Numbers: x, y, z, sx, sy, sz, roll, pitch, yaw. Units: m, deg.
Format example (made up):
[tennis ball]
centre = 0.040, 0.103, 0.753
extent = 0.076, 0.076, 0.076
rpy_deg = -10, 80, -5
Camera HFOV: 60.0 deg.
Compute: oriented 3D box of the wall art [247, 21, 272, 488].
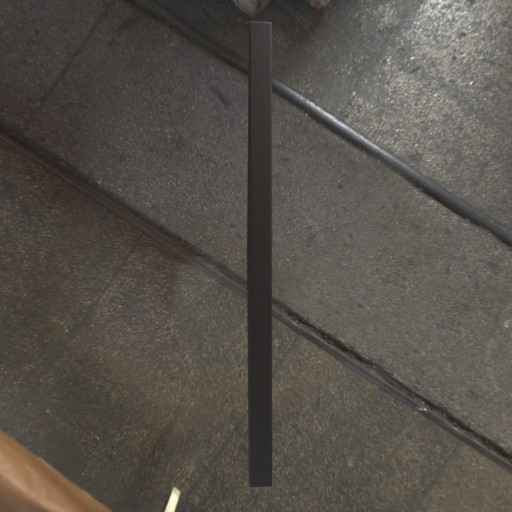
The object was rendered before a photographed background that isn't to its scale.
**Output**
[wall art]
centre = 0.000, 0.000, 0.756
extent = 0.031, 0.457, 0.558
rpy_deg = 0, 89, -1
